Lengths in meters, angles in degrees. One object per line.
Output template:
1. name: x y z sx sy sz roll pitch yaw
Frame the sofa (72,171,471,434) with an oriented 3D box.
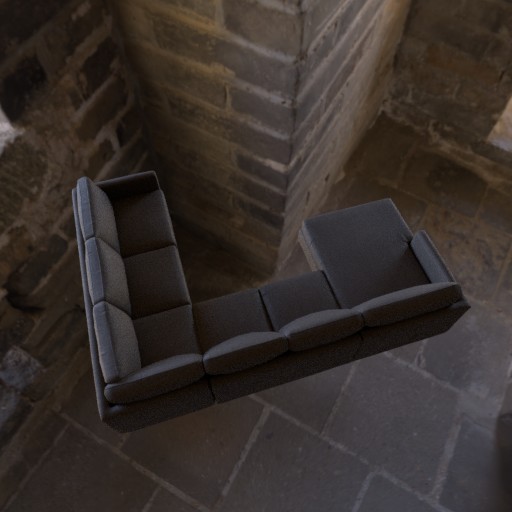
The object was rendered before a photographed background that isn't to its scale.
1. sofa: 0.000 0.000 4.697 3.460 0.961 2.594 -15 60 -9
